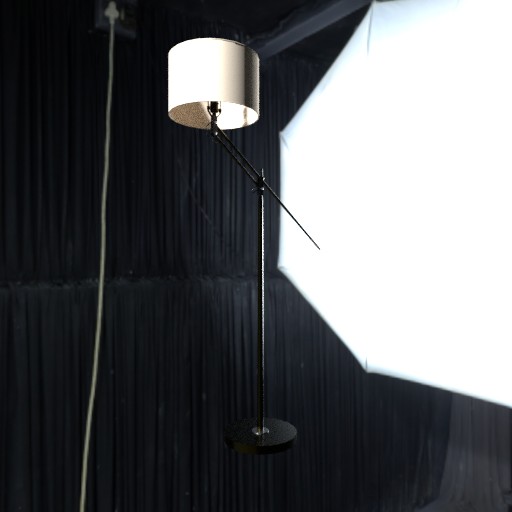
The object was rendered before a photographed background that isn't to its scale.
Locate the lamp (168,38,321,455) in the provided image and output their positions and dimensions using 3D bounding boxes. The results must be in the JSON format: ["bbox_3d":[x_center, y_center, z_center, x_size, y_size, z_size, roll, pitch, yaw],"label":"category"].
[{"bbox_3d":[0.000,0.000,1.969,0.809,1.635,0.373,0,0,-37],"label":"lamp"}]
